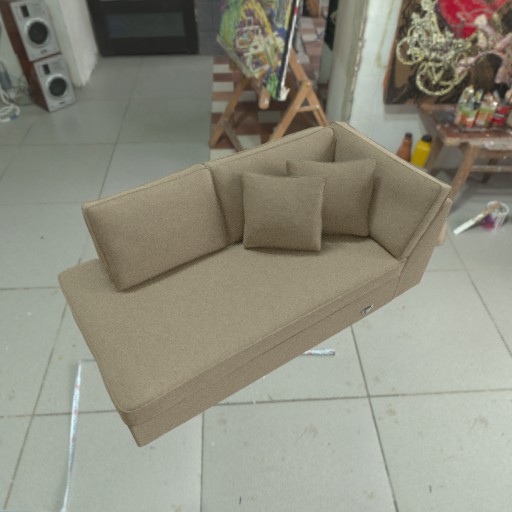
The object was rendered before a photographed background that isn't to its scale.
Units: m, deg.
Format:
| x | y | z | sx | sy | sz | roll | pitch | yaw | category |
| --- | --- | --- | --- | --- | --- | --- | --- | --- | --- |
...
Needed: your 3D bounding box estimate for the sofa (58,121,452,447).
| x | y | z | sx | sy | sz | roll | pitch | yaw | category |
| --- | --- | --- | --- | --- | --- | --- | --- | --- | --- |
| 0.000 | 0.000 | 2.812 | 2.237 | 1.033 | 1.110 | -25 | 50 | -22 | sofa |
